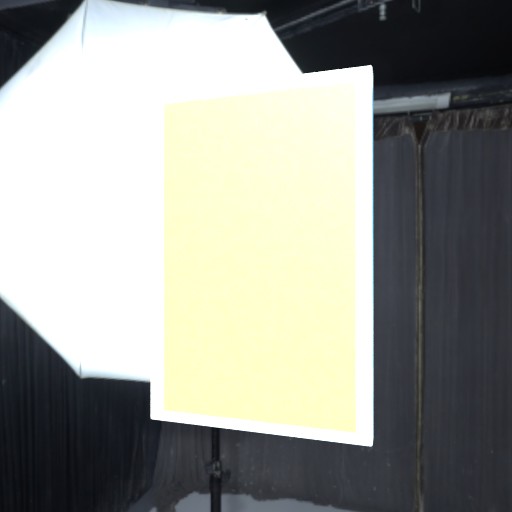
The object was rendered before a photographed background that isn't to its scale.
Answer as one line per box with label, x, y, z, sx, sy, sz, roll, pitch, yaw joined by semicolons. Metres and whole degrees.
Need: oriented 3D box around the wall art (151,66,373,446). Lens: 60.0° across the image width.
wall art;0.000;0.000;0.785;0.401;0.610;0.038;0;0;18
